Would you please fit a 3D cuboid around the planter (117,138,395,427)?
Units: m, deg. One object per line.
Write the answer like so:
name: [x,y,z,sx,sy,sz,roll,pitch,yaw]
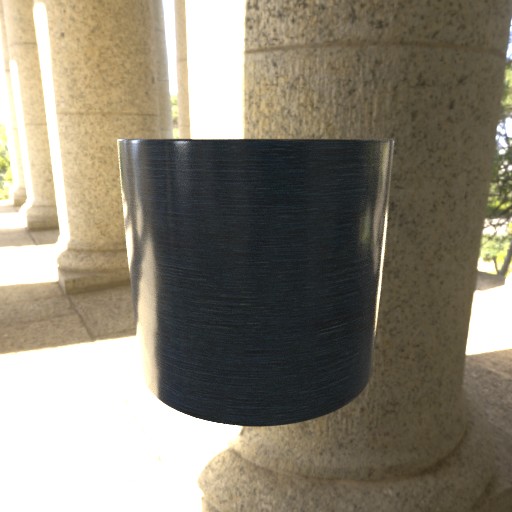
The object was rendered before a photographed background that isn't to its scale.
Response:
planter: [0.000,0.000,0.395,0.221,0.201,0.221,0,15,0]
